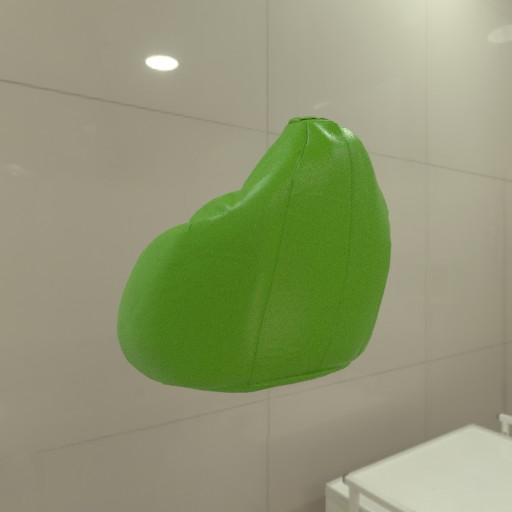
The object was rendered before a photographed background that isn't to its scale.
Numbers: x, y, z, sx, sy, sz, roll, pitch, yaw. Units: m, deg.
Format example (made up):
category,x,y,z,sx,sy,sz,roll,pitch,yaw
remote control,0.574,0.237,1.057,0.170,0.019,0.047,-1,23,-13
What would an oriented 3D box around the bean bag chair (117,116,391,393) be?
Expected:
category,x,y,z,sx,sy,sz,roll,pitch,yaw
bean bag chair,0.000,0.000,1.875,1.070,0.990,1.070,0,0,-36
